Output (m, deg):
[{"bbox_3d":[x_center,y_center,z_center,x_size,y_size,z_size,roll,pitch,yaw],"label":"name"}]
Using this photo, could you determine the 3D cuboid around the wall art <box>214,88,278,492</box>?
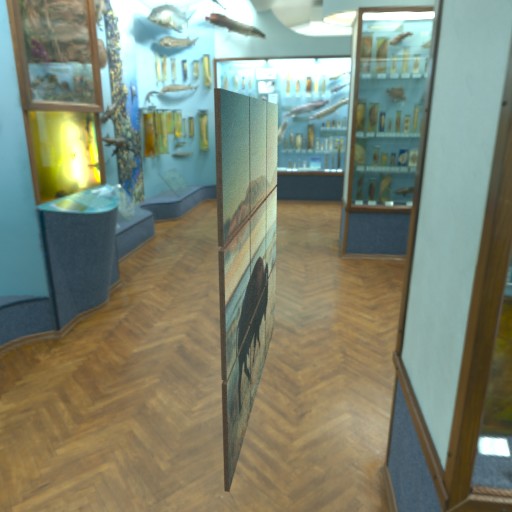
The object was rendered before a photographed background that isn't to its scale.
[{"bbox_3d":[0.000,0.000,1.355,0.018,0.904,0.906,3,17,9],"label":"wall art"}]
